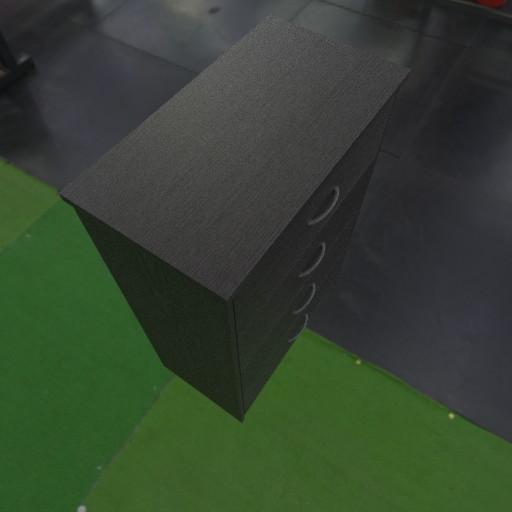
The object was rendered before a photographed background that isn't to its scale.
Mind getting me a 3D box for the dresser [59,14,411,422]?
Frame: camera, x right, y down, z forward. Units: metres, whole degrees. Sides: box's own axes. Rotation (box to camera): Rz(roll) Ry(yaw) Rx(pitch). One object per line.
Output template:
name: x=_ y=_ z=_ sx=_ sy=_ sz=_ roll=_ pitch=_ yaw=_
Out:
dresser: x=0.000 y=0.000 z=1.344 sx=0.399 sy=1.020 sz=0.704 roll=30 pitch=63 yaw=17
